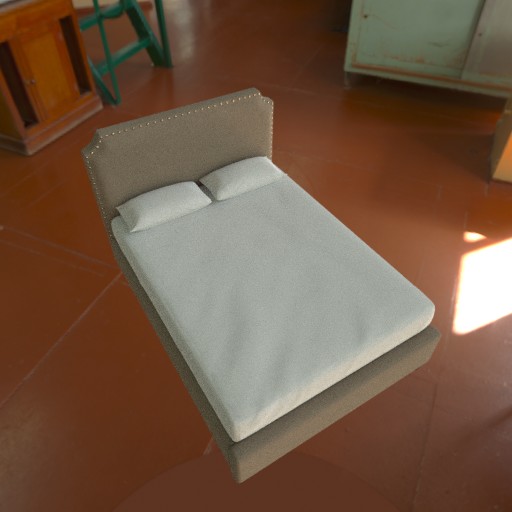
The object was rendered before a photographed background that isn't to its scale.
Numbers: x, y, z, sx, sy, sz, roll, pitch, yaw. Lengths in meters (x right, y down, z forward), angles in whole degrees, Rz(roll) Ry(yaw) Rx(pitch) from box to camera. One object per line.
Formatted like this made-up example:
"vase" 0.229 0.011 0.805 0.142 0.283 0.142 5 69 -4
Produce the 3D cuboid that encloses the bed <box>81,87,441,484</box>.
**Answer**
"bed" 0.000 0.000 3.363 1.703 1.415 2.329 -24 50 -22
